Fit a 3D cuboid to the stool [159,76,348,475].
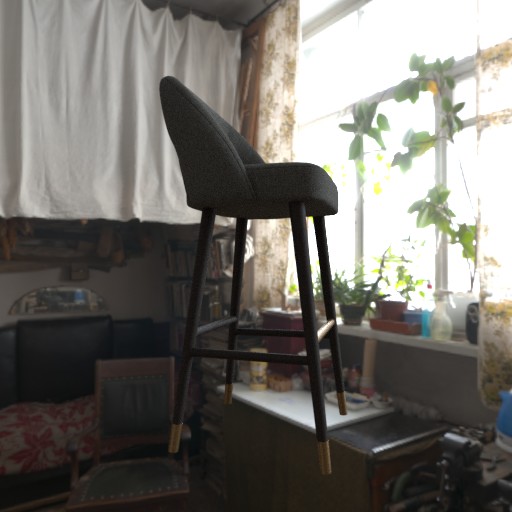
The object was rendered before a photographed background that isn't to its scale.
[{"bbox_3d":[0.000,0.000,1.395,0.524,1.089,0.536,0,-1,17],"label":"stool"}]
